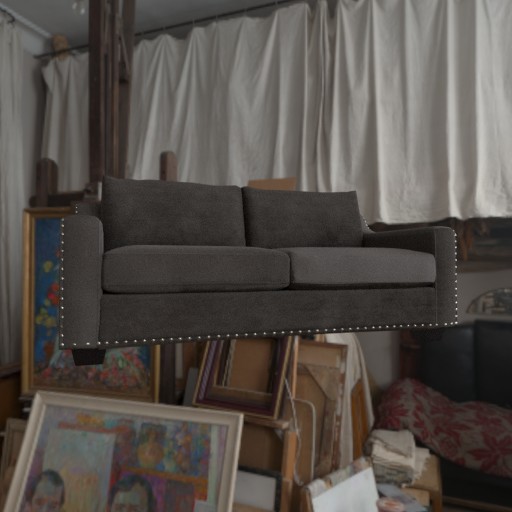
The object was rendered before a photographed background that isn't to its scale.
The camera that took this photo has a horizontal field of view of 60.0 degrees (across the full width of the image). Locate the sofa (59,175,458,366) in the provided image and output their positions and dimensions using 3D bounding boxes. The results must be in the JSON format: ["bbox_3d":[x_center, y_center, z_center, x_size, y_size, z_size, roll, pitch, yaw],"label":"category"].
[{"bbox_3d":[0.000,0.000,3.262,2.550,1.196,1.336,0,-1,-19],"label":"sofa"}]
